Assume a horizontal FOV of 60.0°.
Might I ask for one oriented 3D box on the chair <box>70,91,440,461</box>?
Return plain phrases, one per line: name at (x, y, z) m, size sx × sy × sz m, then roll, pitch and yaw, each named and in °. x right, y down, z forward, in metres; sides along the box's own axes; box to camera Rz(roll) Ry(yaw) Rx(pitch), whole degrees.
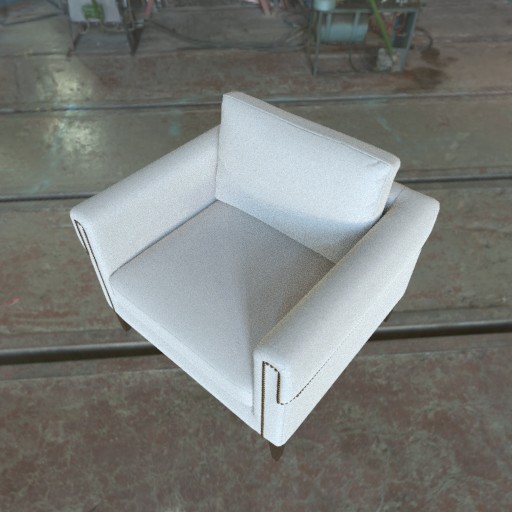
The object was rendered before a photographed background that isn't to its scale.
chair at (0.000, 0.000, 1.699) m, size 0.982 × 0.915 × 0.896 m, roll 32°, pitch 54°, yaw 27°
